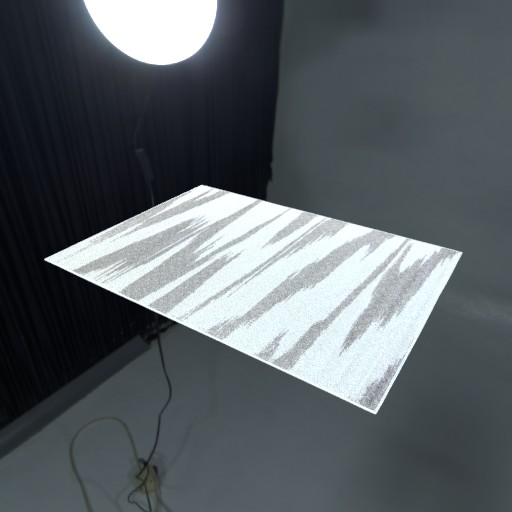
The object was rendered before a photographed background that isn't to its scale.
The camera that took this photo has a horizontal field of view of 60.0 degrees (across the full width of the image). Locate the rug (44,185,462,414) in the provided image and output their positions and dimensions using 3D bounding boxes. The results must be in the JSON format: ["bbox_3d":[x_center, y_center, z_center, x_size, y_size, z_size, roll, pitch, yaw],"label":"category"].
[{"bbox_3d":[0.000,0.000,2.782,2.142,0.010,1.533,18,35,29],"label":"rug"}]
